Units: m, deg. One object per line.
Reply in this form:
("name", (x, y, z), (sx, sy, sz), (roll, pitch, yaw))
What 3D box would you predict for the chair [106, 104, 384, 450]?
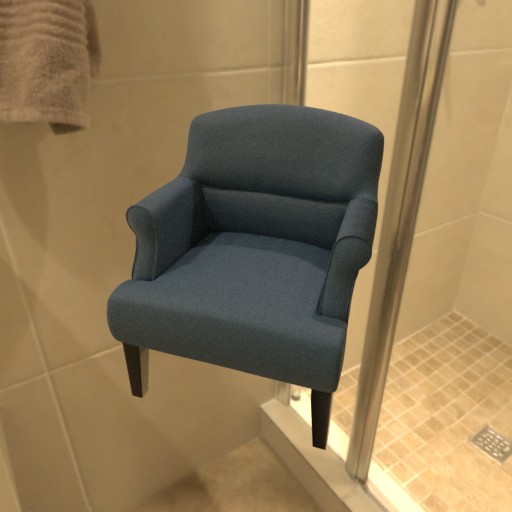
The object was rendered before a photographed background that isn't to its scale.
("chair", (0.000, 0.000, 1.512), (0.770, 0.878, 0.754), (9, 30, 17))
